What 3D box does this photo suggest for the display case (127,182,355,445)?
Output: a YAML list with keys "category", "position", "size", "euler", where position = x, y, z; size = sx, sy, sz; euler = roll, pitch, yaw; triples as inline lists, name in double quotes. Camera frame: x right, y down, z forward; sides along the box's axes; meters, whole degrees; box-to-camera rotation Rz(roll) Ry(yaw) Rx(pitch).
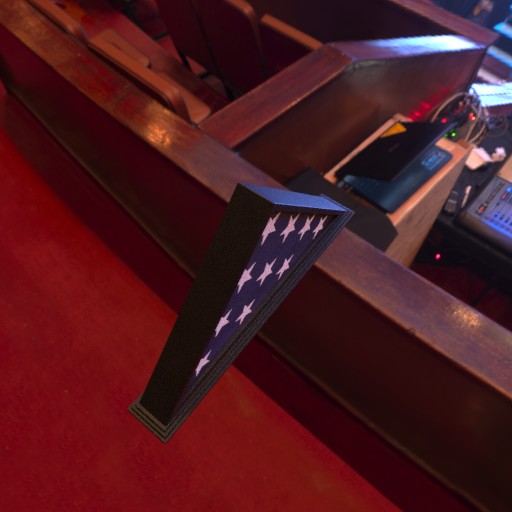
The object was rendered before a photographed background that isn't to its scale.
- category: "display case"
  position: [0.000, 0.000, 0.780]
  size: [0.095, 0.340, 0.640]
  euler: [33, 63, 19]
